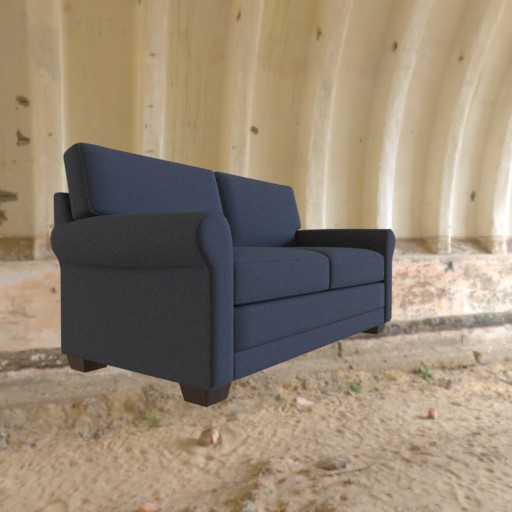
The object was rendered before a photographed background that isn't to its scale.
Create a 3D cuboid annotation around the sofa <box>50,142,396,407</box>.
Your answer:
[{"bbox_3d":[0.000,0.000,2.469,0.940,1.020,1.930,1,1,36],"label":"sofa"}]
